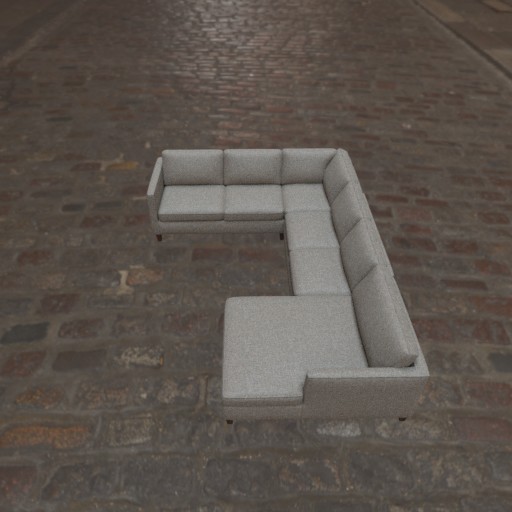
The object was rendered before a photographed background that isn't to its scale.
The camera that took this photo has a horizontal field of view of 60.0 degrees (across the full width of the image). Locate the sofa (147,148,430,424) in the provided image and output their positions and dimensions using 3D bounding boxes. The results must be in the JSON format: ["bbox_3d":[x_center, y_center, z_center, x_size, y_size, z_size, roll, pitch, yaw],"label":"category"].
[{"bbox_3d":[0.000,0.000,4.668,2.551,0.889,3.403,-1,41,-1],"label":"sofa"}]
